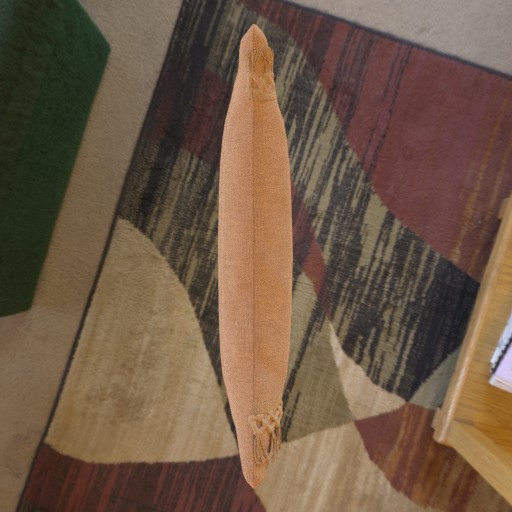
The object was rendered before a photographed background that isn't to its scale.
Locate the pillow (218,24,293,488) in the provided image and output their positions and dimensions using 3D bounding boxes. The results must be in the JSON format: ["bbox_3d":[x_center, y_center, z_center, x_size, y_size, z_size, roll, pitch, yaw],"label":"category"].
[{"bbox_3d":[0.000,0.000,0.586,0.084,0.305,0.466,0,90,0],"label":"pillow"}]
